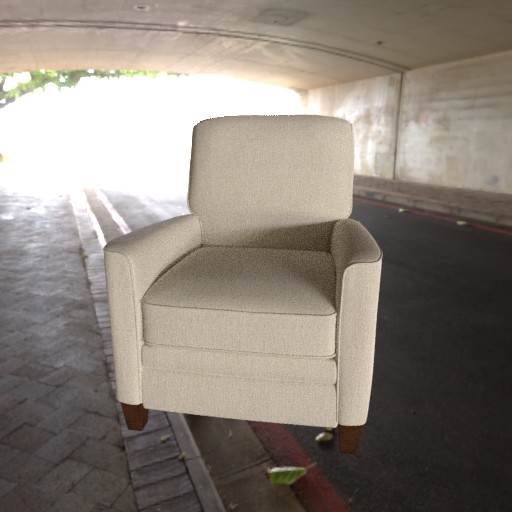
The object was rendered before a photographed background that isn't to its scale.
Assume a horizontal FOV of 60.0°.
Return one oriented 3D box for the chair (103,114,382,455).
[{"bbox_3d":[0.000,0.000,1.639,0.841,1.028,0.858,2,15,9],"label":"chair"}]
